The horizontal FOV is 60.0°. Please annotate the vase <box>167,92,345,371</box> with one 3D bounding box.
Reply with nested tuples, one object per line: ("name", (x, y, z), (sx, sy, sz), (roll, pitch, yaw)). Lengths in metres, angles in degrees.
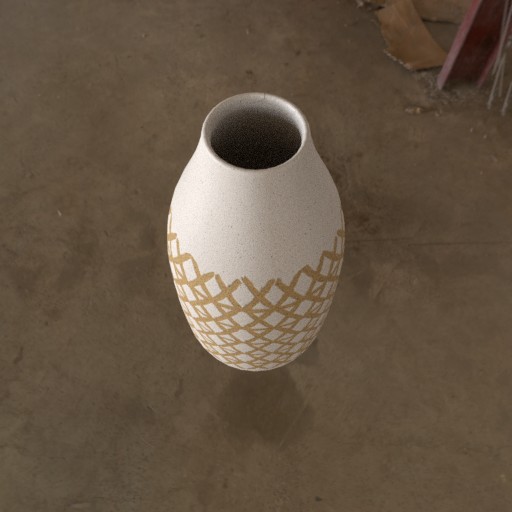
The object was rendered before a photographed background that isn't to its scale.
("vase", (0.000, 0.000, 0.476), (0.186, 0.380, 0.186), (0, 63, 0))
